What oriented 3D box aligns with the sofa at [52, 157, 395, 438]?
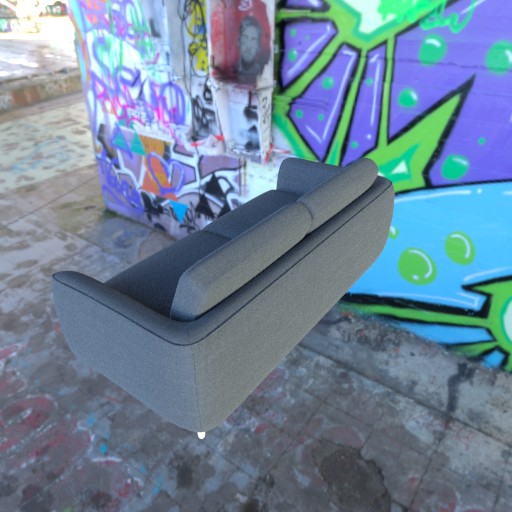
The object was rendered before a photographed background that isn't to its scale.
[{"bbox_3d":[0.000,0.000,2.505,0.920,0.850,2.000,21,37,30],"label":"sofa"}]
